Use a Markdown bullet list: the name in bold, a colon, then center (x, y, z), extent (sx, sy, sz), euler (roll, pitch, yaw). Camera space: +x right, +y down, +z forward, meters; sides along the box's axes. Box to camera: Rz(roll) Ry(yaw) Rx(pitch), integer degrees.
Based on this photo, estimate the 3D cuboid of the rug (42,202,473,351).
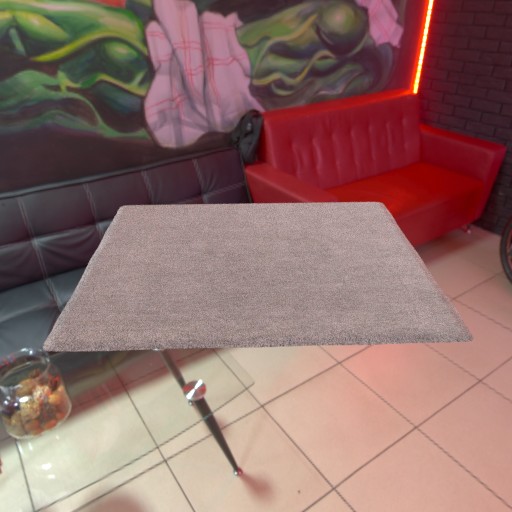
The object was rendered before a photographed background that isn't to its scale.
- **rug**: center (0.000, 0.000, 3.945), extent (2.933, 0.027, 2.332), euler (-1, 31, -2)
